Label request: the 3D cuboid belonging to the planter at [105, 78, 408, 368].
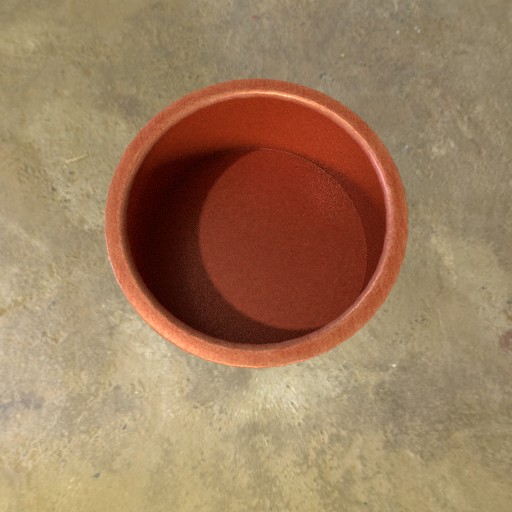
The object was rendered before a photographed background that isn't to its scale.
[{"bbox_3d":[0.000,0.000,0.722,0.345,0.465,0.354,-9,77,-2],"label":"planter"}]
